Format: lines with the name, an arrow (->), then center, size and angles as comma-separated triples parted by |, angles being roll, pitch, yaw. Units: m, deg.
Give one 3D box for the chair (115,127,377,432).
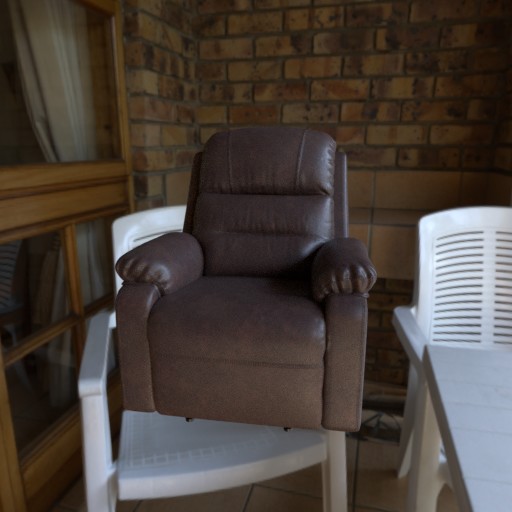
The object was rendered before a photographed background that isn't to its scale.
chair -> 0.000, 0.000, 1.730 | 0.855, 0.992, 0.919 | 2, 15, 9
